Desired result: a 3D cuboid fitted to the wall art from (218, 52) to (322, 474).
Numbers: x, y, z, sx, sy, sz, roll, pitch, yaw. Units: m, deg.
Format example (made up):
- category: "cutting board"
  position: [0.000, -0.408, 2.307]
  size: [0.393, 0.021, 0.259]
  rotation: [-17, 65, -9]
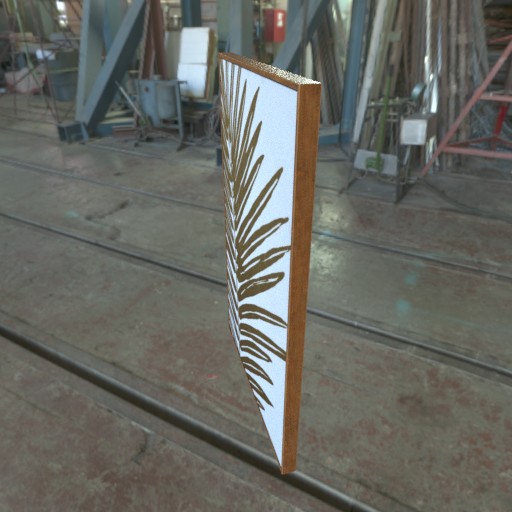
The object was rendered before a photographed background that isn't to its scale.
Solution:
- category: "wall art"
  position: [0.000, 0.000, 1.144]
  size: [0.037, 0.914, 0.610]
  rotation: [-8, 30, -14]
